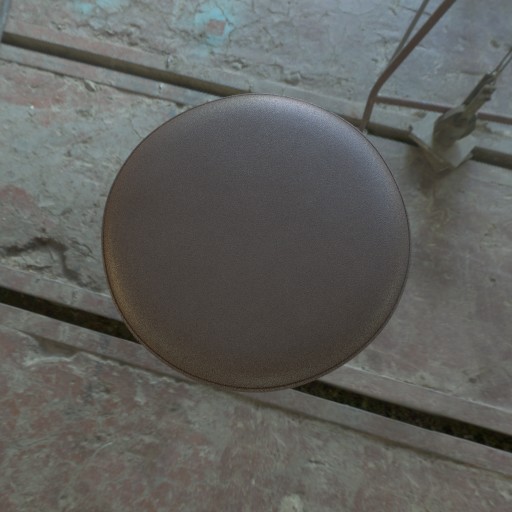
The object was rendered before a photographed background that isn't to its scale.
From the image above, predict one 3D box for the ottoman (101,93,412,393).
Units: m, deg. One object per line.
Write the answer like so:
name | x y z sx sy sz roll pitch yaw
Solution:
ottoman | 0.000 0.000 0.868 0.500 0.409 0.500 0 75 0
